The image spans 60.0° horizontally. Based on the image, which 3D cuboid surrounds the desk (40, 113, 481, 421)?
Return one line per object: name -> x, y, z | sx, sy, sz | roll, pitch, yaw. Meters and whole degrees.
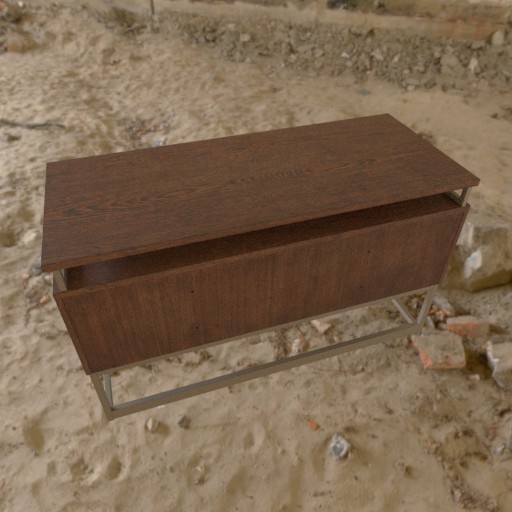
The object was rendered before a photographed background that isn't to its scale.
desk -> 0.000, 0.000, 1.794 | 1.384, 0.792, 0.610 | -12, 42, -14
